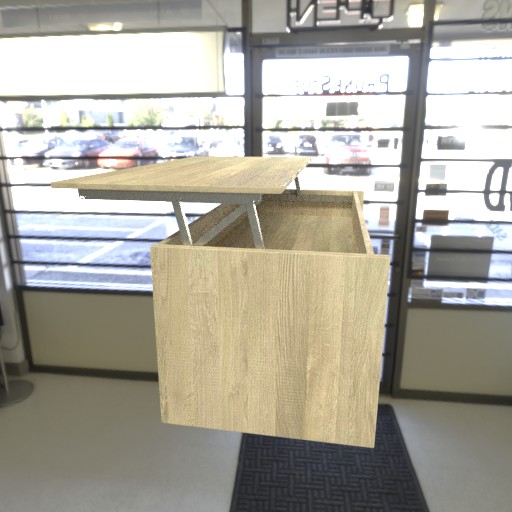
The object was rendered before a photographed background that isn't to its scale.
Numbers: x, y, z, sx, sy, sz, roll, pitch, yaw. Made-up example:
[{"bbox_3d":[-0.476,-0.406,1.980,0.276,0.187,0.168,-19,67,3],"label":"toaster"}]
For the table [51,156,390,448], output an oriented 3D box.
[{"bbox_3d":[0.000,0.000,1.436,0.712,0.570,1.000,3,16,10],"label":"table"}]
